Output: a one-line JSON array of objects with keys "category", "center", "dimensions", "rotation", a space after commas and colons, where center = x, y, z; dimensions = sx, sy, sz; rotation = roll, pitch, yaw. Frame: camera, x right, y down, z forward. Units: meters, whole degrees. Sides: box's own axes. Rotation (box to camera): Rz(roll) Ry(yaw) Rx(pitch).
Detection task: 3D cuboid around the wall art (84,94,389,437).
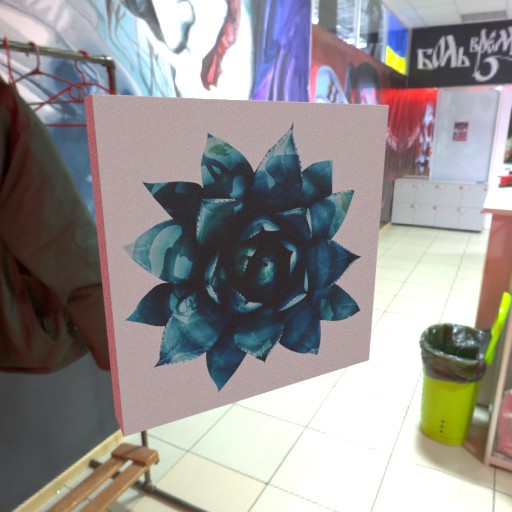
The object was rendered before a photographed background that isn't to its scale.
[{"category": "wall art", "center": [0.000, 0.000, 0.463], "dimensions": [0.305, 0.305, 0.038], "rotation": [-8, 18, -27]}]
